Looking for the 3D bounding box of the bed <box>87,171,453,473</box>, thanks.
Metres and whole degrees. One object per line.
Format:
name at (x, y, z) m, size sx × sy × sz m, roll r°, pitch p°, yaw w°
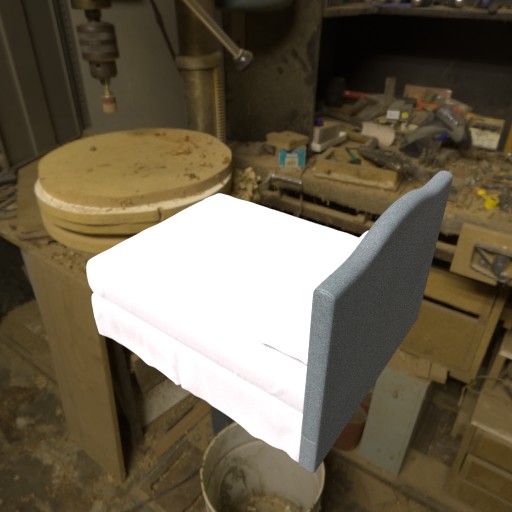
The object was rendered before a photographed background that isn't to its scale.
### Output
bed at (0.000, 0.000, 3.343) m, size 2.143 × 1.460 × 1.753 m, roll 22°, pitch 38°, yaw 30°
